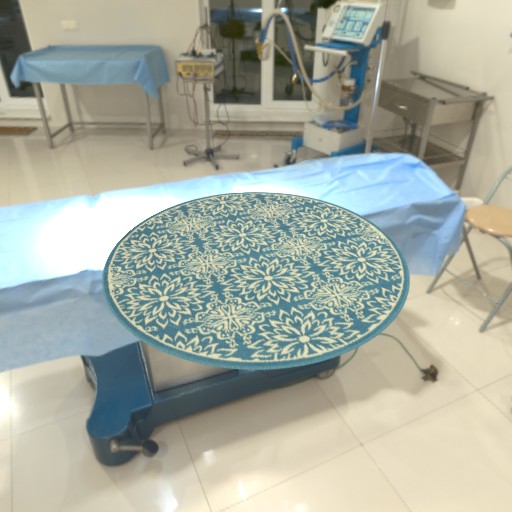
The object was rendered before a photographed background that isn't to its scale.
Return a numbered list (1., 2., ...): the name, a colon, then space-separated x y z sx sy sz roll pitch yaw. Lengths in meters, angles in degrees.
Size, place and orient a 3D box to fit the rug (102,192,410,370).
1. rug: 0.000 0.000 2.387 1.593 0.012 1.593 0 34 0
